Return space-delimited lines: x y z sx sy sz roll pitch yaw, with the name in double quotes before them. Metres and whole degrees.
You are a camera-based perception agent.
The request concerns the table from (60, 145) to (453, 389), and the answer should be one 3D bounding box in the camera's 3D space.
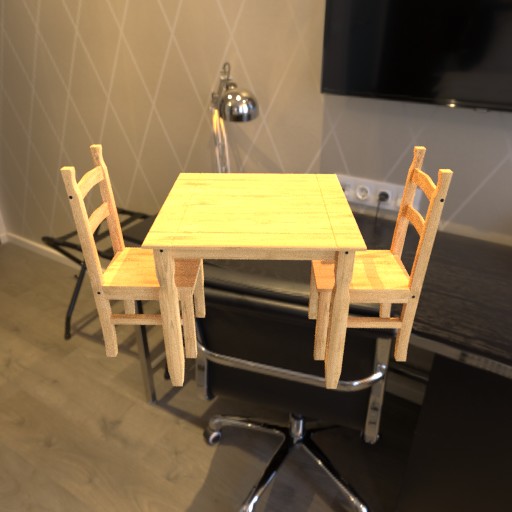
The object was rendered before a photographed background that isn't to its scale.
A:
"table" 0.000 0.000 2.078 1.501 0.942 0.813 1 29 1
